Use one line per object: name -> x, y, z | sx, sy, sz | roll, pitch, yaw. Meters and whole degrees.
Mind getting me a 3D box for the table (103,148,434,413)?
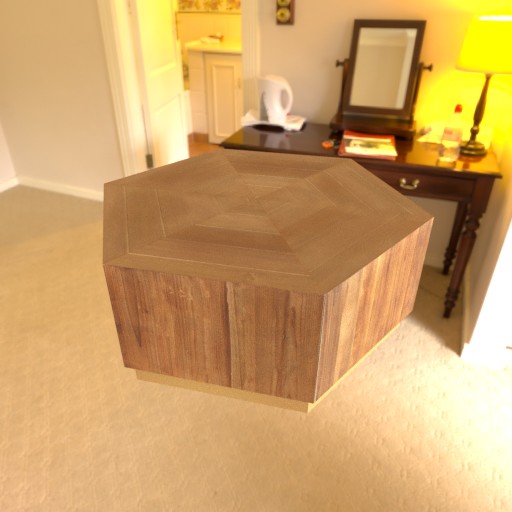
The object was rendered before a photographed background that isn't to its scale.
table -> 0.000, 0.000, 1.630 | 1.000, 0.456, 1.154 | -9, 32, -14
